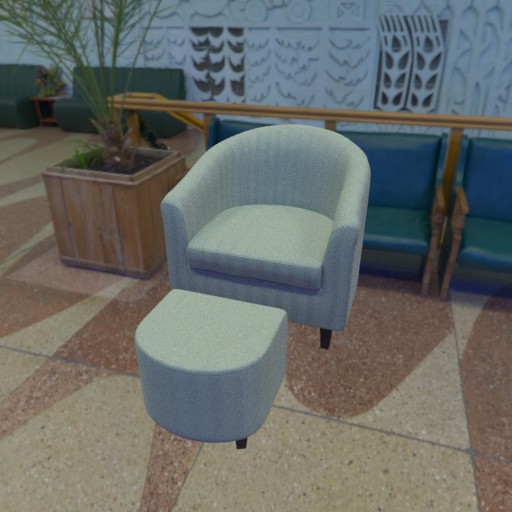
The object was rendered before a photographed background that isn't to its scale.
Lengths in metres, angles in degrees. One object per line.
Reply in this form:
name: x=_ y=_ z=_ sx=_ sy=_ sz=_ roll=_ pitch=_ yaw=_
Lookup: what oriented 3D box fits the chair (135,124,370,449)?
chair: x=0.000 y=0.000 z=1.703 sx=0.756 sy=0.757 sz=1.288 roll=9 pitch=29 yaw=17
